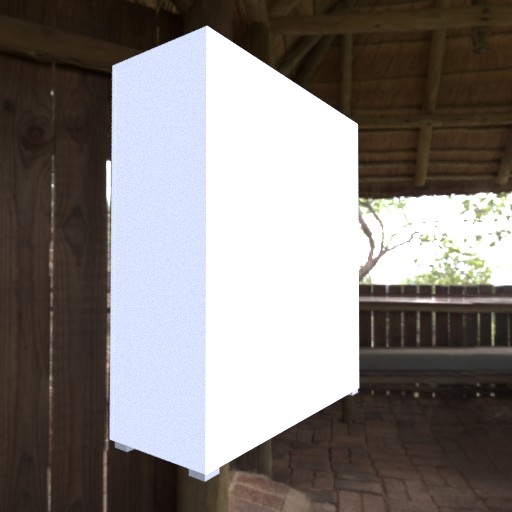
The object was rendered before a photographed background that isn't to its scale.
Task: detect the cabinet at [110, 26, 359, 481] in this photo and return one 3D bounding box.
[{"bbox_3d":[0.000,0.000,1.677,0.400,1.190,1.000,-1,-2,36],"label":"cabinet"}]
